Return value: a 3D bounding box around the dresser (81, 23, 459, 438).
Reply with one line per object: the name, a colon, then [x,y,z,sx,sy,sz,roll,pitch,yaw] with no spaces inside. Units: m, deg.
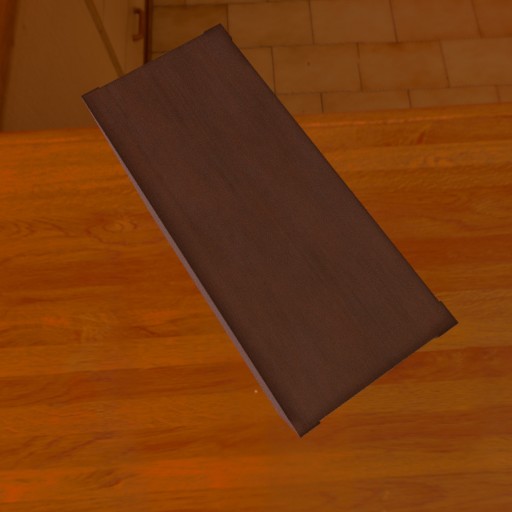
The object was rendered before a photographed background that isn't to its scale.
dresser: [0.000,0.000,1.600,0.463,0.986,1.049,-32,76,-9]
